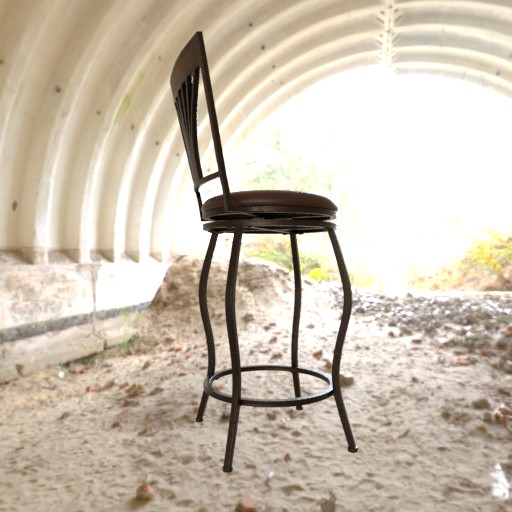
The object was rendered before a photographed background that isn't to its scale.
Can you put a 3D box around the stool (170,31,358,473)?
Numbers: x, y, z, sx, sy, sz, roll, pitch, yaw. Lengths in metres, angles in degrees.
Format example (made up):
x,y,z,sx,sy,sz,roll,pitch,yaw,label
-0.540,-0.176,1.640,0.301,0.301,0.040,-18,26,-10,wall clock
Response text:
x,y,z,sx,sy,sz,roll,pitch,yaw,label
0.000,0.000,1.373,0.514,1.117,0.433,0,0,-19,stool
